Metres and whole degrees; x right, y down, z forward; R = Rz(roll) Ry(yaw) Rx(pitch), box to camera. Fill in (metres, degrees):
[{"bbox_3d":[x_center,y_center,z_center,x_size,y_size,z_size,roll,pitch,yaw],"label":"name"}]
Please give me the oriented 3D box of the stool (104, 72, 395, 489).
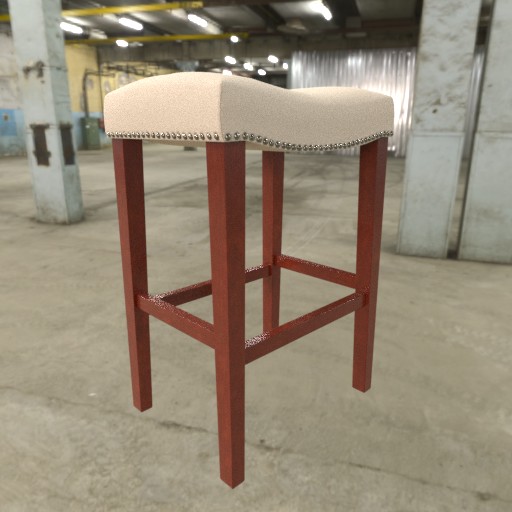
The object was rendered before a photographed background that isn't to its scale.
[{"bbox_3d":[0.000,0.000,1.011,0.504,0.742,0.372,-15,22,-42],"label":"stool"}]
